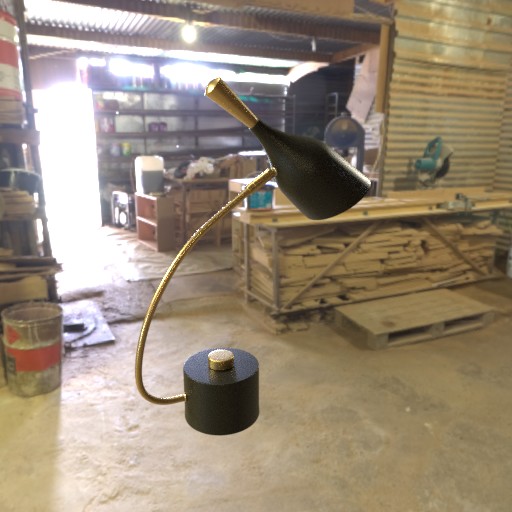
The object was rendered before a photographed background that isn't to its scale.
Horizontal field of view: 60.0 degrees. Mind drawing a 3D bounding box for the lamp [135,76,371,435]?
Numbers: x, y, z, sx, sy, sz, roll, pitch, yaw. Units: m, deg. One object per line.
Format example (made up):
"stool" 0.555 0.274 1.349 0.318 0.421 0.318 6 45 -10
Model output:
"lamp" 0.000 0.000 0.620 0.352 0.464 0.110 -7 16 -25
